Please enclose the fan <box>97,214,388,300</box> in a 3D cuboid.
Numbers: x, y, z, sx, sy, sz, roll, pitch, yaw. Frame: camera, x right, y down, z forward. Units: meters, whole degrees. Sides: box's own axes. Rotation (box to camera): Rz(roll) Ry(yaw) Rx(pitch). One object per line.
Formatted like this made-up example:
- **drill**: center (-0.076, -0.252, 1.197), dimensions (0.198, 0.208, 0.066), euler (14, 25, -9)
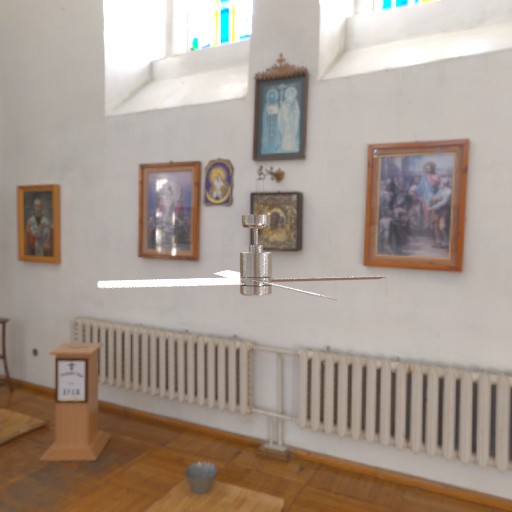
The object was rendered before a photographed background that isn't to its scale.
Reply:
- **fan**: center (0.000, 0.000, 1.953), dimensions (1.322, 0.355, 1.322), euler (0, 1, -18)
